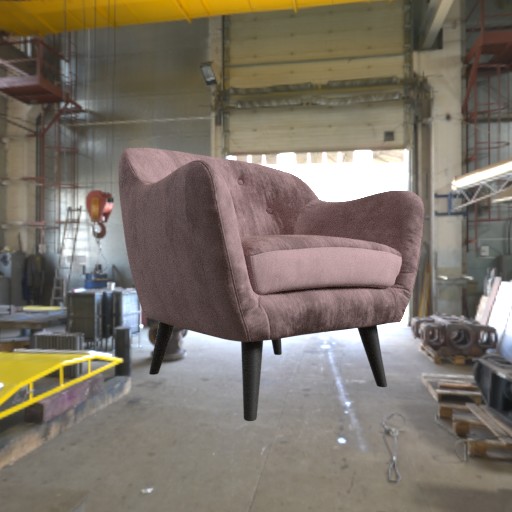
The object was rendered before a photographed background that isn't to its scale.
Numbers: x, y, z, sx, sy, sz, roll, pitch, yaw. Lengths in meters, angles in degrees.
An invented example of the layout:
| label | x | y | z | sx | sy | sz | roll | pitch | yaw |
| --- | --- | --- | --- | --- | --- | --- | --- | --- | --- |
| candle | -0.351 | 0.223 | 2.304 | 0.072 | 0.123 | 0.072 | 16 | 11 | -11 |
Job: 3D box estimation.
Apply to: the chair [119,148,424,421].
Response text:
| label | x | y | z | sx | sy | sz | roll | pitch | yaw |
| --- | --- | --- | --- | --- | --- | --- | --- | --- | --- |
| chair | 0.000 | 0.000 | 1.523 | 0.840 | 0.820 | 0.820 | 0 | -1 | -35 |
